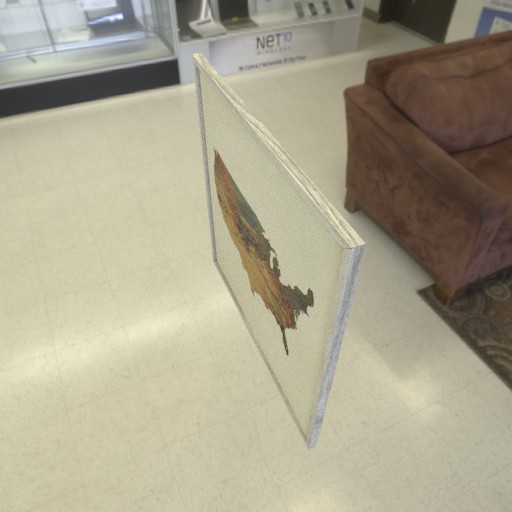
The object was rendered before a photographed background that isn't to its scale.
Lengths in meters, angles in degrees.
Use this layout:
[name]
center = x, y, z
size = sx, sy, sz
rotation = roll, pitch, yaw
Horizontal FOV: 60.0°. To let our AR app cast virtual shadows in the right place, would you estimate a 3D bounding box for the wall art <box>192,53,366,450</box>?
[wall art]
center = 0.000, 0.000, 0.773
size = 0.016, 0.507, 0.508
rotation = -17, 48, -16
